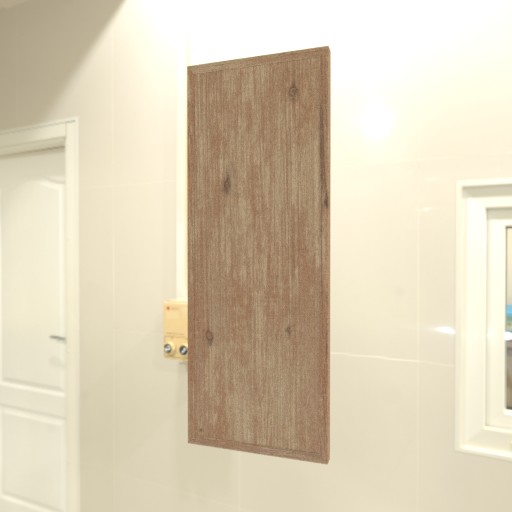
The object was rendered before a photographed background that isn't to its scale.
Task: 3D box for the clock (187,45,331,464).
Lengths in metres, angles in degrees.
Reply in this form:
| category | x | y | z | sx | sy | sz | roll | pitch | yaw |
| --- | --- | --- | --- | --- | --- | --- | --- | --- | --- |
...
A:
| category | x | y | z | sx | sy | sz | roll | pitch | yaw |
| --- | --- | --- | --- | --- | --- | --- | --- | --- | --- |
| clock | 0.000 | 0.000 | 1.091 | 0.361 | 0.965 | 0.030 | 0 | 1 | 18 |
